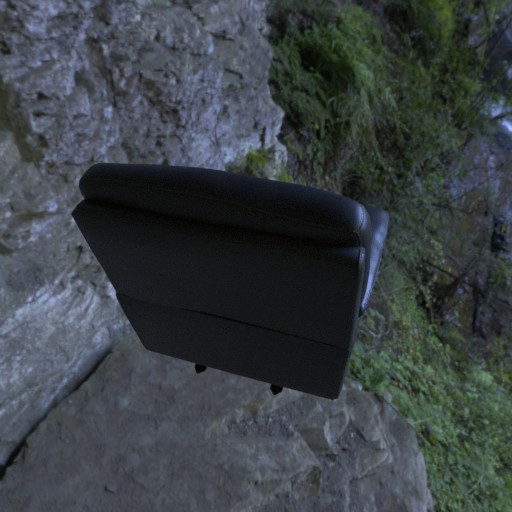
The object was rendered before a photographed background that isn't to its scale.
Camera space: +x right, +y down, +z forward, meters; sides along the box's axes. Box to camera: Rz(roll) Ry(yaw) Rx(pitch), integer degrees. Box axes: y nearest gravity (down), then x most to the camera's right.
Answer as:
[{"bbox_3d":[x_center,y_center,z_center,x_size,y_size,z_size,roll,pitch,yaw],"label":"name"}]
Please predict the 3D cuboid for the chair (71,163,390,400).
[{"bbox_3d":[0.000,0.000,2.021,1.096,1.109,1.087,11,34,16],"label":"chair"}]
